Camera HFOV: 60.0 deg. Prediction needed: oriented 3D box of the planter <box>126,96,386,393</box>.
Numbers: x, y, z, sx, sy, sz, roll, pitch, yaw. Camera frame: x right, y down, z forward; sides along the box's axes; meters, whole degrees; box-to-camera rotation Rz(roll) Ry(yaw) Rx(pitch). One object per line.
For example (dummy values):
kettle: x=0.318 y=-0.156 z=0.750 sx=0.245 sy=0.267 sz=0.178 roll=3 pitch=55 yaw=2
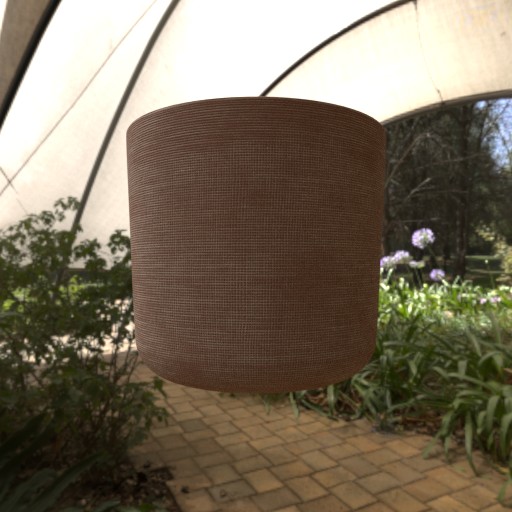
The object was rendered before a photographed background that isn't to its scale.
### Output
planter: x=0.000 y=0.000 z=0.778 sx=0.440 sy=0.398 sz=0.440 roll=0 pitch=-1 yaw=0
